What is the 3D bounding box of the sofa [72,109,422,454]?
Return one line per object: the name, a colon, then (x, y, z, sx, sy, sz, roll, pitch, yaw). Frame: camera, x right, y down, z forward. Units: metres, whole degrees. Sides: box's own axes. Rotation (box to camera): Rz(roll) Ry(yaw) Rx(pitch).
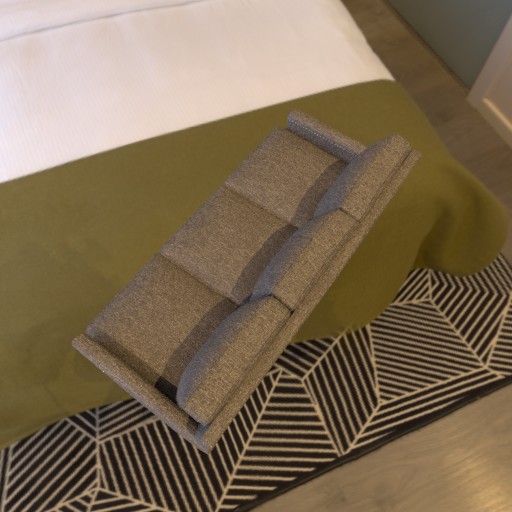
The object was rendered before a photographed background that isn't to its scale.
sofa: (0.000, 0.000, 2.873, 1.084, 1.003, 2.246, 33, 67, 16)
